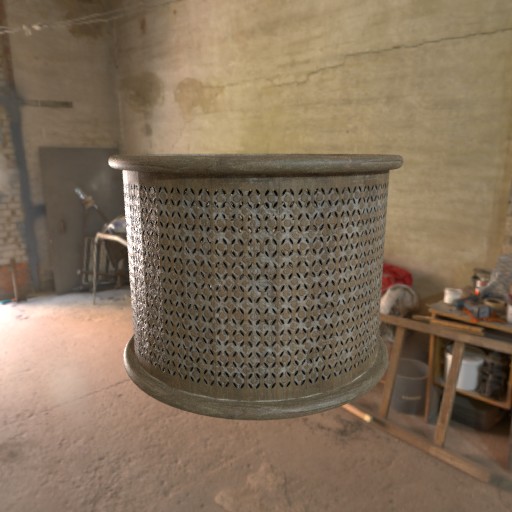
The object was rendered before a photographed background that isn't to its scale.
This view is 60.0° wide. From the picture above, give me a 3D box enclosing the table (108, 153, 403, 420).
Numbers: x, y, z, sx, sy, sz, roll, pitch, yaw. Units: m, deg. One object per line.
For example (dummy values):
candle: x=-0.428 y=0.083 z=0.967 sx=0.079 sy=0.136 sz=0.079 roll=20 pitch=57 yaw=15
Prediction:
table: x=0.000 y=0.000 z=1.008 sx=0.607 sy=0.450 sz=0.607 roll=0 pitch=13 yaw=0
